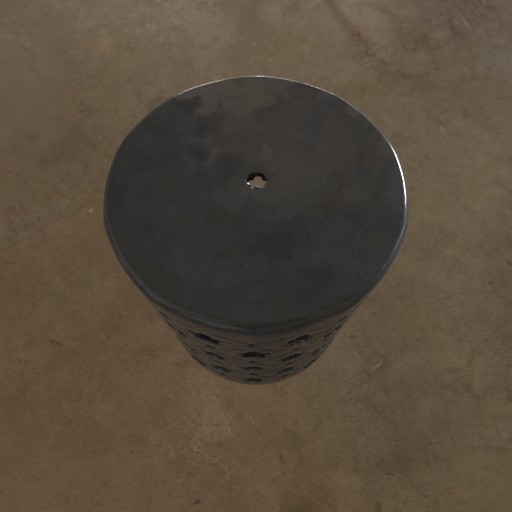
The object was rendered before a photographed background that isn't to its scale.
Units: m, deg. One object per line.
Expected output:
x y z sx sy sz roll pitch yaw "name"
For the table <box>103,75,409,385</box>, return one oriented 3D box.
0.000 0.000 0.675 0.352 0.387 0.352 0 64 0 "table"
